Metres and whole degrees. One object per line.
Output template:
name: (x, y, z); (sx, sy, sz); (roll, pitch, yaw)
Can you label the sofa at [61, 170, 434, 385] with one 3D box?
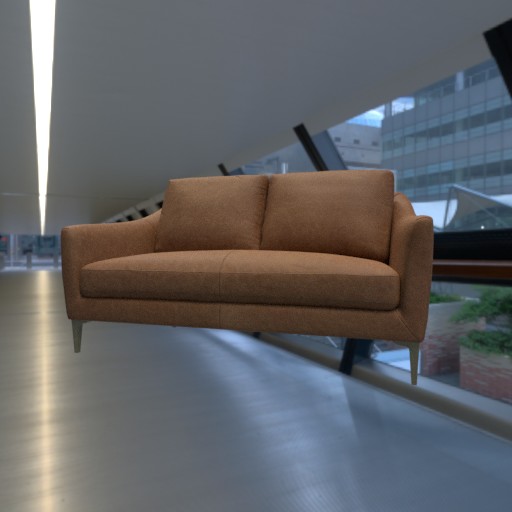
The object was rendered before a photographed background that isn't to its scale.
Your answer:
sofa: (0.000, 0.000, 2.237); (1.619, 0.902, 0.960); (0, 1, 19)
